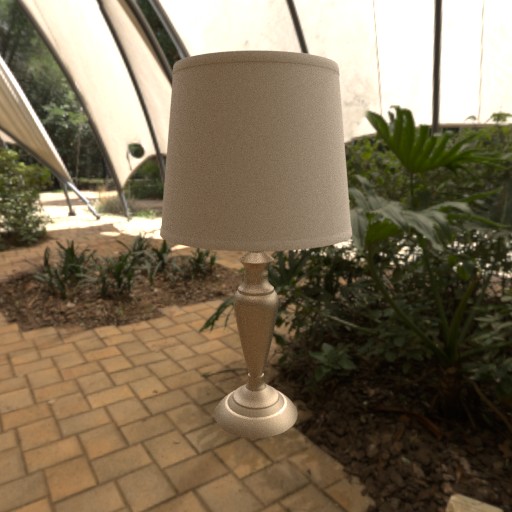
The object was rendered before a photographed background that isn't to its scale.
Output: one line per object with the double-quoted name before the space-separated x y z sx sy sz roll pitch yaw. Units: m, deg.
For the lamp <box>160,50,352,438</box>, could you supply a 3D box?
"lamp" 0.000 0.000 0.783 0.328 0.619 0.328 0 13 0
